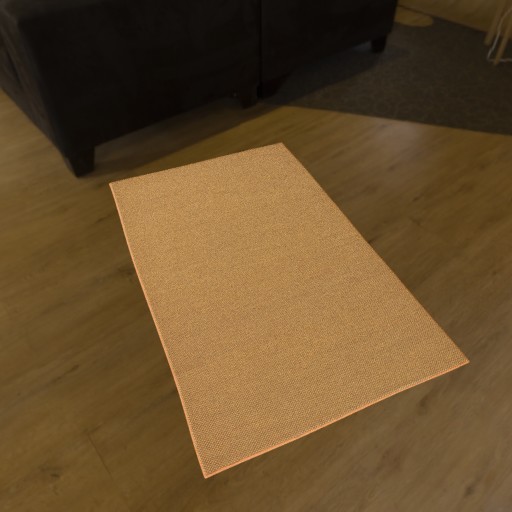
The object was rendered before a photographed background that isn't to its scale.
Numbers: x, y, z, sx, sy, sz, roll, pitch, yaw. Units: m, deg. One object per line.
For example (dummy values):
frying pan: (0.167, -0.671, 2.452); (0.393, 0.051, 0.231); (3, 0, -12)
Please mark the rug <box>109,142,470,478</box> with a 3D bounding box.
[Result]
rug: (0.000, 0.000, 2.082); (1.078, 0.013, 1.678); (-17, 49, -16)
